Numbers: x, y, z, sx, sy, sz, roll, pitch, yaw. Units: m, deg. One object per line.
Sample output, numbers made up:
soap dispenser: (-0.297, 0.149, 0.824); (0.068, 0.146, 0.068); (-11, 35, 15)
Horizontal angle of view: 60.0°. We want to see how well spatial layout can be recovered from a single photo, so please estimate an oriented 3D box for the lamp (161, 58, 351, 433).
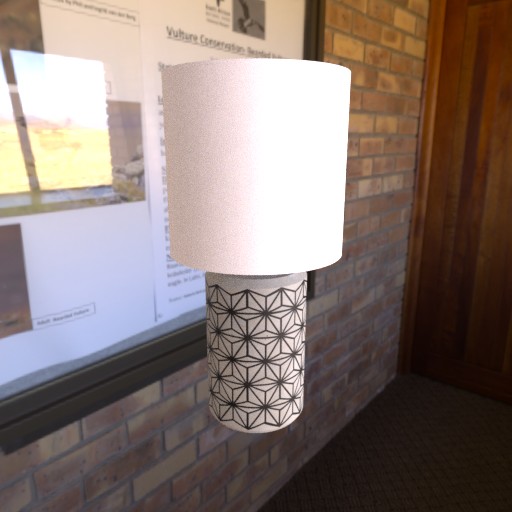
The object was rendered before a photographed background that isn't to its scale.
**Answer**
lamp: (0.000, 0.000, 0.545); (0.206, 0.416, 0.206); (2, 15, 8)
